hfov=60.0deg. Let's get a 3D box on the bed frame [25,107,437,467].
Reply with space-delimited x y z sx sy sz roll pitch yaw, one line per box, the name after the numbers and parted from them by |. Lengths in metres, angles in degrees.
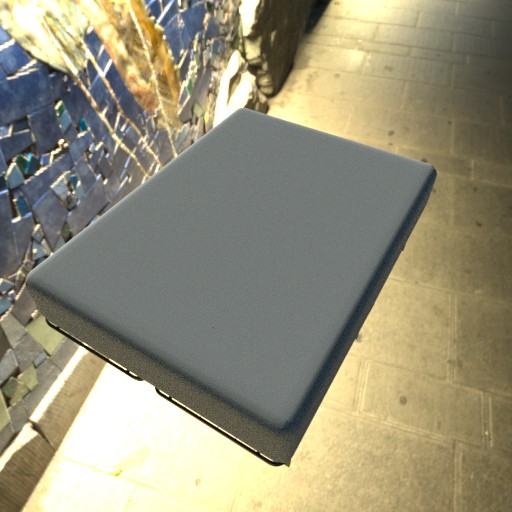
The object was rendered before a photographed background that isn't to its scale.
0.000 0.000 2.738 1.528 0.677 2.037 24 51 21 | bed frame
